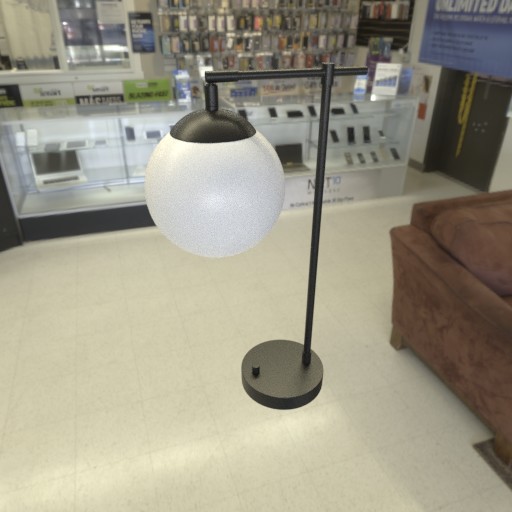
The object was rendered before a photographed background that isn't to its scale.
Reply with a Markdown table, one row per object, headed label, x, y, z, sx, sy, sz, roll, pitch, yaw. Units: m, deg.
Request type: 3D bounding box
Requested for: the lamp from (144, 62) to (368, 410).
| label | x | y | z | sx | sy | sz | roll | pitch | yaw |
| --- | --- | --- | --- | --- | --- | --- | --- | --- | --- |
| lamp | 0.000 | 0.000 | 0.704 | 0.316 | 0.559 | 0.197 | -8 | 31 | -14 |
